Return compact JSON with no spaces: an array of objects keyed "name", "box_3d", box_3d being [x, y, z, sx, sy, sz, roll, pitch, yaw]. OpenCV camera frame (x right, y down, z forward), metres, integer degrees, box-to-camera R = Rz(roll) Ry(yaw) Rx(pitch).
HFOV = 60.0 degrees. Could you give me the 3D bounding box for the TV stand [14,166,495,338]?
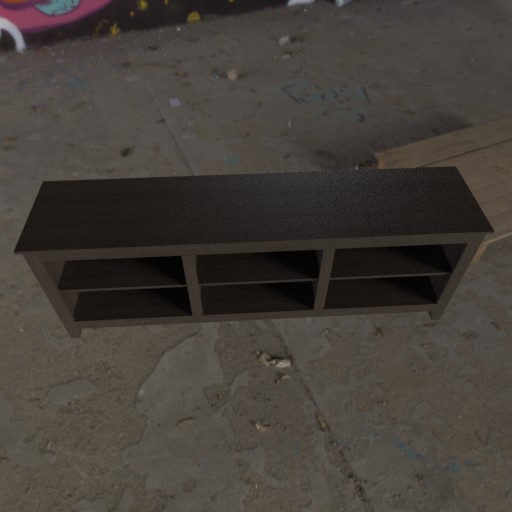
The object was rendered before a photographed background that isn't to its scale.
[{"name":"TV stand","box_3d":[0.000,0.000,1.997,1.778,0.610,0.406,-3,48,-2]}]
